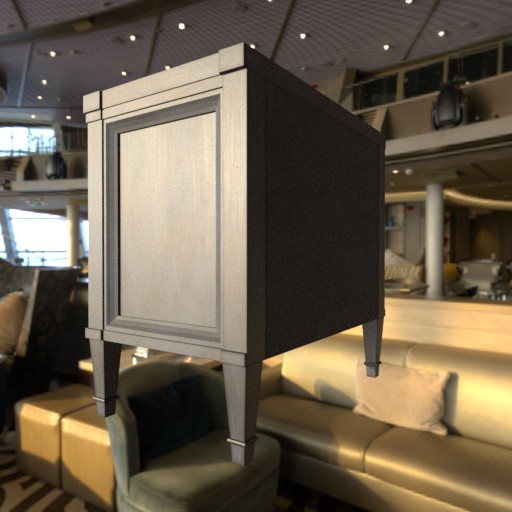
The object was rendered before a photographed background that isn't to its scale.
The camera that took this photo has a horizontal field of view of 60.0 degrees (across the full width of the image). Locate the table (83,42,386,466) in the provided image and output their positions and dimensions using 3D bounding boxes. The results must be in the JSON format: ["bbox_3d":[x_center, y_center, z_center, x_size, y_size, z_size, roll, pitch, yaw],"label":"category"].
[{"bbox_3d":[0.000,0.000,1.066,0.413,0.660,0.660,0,1,35],"label":"table"}]
